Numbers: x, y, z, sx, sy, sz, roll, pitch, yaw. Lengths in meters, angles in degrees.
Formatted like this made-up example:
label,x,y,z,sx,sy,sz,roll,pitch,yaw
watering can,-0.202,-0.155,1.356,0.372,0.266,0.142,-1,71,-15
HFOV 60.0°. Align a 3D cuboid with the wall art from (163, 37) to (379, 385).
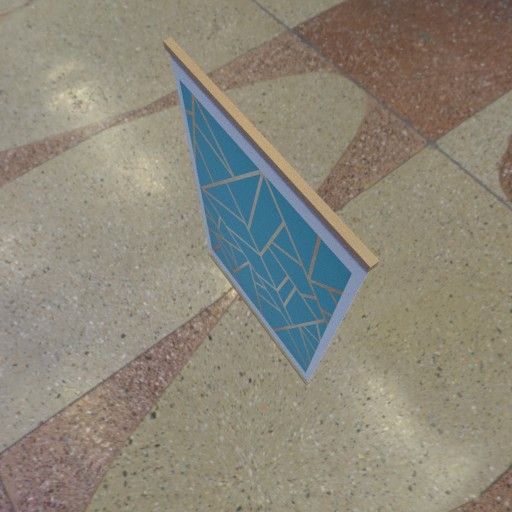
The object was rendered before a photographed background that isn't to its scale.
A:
label,x,y,z,sx,sy,sz,roll,pitch,yaw
wall art,0.000,0.000,1.930,0.030,1.519,0.990,-32,68,-15
